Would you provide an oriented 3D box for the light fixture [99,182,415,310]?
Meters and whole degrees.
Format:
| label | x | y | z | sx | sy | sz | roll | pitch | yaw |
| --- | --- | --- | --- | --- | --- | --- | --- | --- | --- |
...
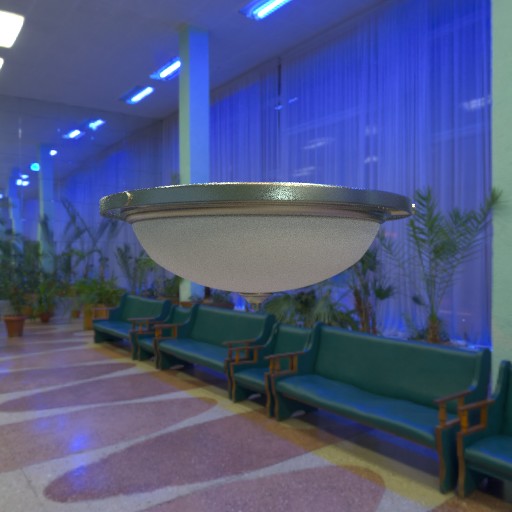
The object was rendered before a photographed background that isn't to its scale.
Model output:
| label | x | y | z | sx | sy | sz | roll | pitch | yaw |
| --- | --- | --- | --- | --- | --- | --- | --- | --- | --- |
| light fixture | 0.000 | 0.000 | 0.542 | 0.361 | 0.130 | 0.361 | 0 | 0 | 0 |
